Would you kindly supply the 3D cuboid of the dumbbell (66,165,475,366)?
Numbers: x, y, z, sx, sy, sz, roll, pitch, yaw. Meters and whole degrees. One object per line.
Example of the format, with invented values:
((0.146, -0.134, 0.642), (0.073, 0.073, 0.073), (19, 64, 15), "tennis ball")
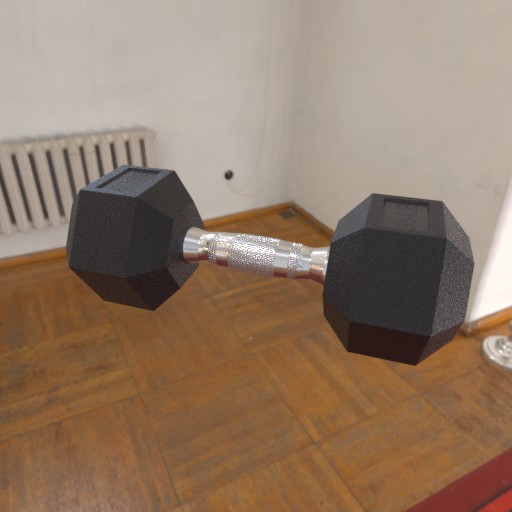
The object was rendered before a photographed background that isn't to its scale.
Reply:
((0.000, 0.000, 0.414), (0.356, 0.123, 0.141), (9, 32, 15), "dumbbell")
